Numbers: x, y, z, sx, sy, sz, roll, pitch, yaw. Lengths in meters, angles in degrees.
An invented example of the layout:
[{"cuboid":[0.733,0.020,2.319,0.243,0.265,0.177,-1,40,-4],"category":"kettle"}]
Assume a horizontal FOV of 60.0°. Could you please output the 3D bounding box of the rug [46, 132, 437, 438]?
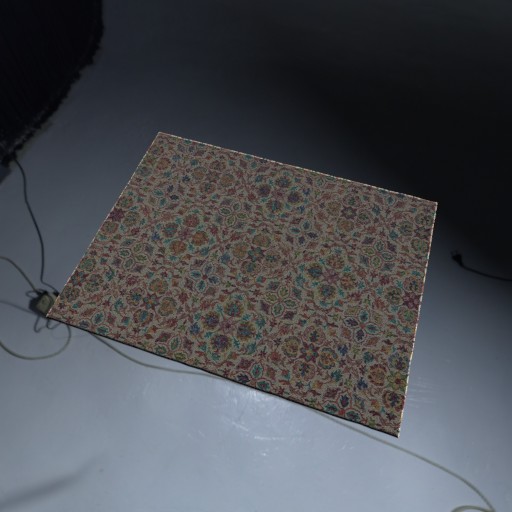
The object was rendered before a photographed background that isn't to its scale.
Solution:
[{"cuboid":[0.000,0.000,4.350,3.215,0.020,2.446,16,61,9],"category":"rug"}]
